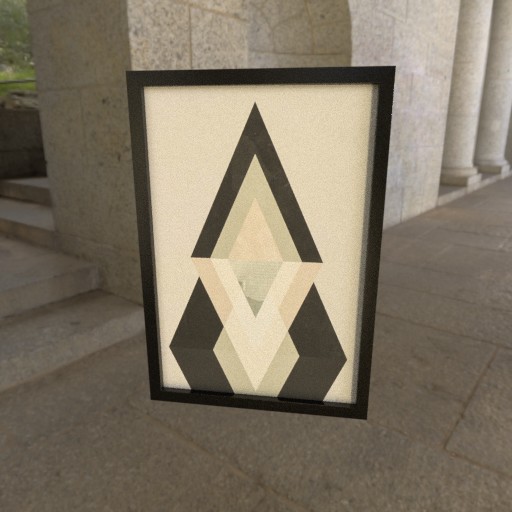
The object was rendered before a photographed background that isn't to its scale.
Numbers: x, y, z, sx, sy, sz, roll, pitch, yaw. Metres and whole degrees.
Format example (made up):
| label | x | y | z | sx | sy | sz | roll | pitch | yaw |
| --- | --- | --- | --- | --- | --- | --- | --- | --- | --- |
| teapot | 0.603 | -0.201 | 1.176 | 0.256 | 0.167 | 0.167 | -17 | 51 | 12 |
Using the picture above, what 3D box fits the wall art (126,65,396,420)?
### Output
| label | x | y | z | sx | sy | sz | roll | pitch | yaw |
| --- | --- | --- | --- | --- | --- | --- | --- | --- | --- |
| wall art | 0.000 | 0.000 | 0.582 | 0.314 | 0.455 | 0.019 | 2 | 16 | 8 |
